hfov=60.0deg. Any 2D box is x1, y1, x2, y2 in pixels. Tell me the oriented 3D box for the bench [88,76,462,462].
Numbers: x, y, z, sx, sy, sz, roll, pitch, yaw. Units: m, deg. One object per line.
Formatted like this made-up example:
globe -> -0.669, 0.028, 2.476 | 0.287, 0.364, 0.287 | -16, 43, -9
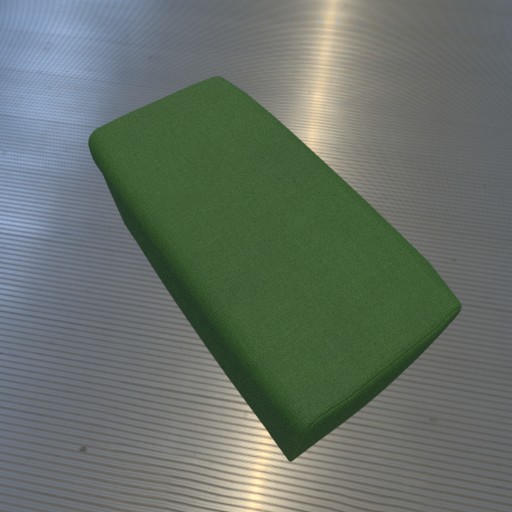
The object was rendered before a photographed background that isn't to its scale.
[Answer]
bench -> 0.000, 0.000, 1.289 | 0.505, 0.501, 0.989 | -32, 64, -18
